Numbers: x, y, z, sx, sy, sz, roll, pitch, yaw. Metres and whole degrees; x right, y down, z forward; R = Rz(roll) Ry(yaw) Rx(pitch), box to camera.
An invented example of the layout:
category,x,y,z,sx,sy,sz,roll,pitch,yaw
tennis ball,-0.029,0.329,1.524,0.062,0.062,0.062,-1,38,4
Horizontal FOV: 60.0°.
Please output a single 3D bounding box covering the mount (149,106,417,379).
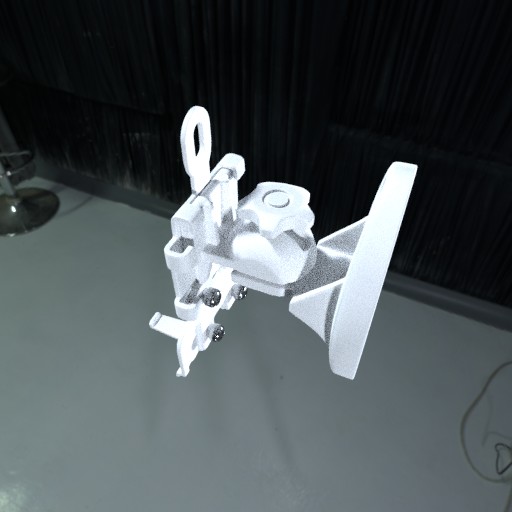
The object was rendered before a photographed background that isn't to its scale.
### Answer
category,x,y,z,sx,sy,sz,roll,pitch,yaw
mount,0.000,0.000,0.179,0.100,0.118,0.066,17,47,16
